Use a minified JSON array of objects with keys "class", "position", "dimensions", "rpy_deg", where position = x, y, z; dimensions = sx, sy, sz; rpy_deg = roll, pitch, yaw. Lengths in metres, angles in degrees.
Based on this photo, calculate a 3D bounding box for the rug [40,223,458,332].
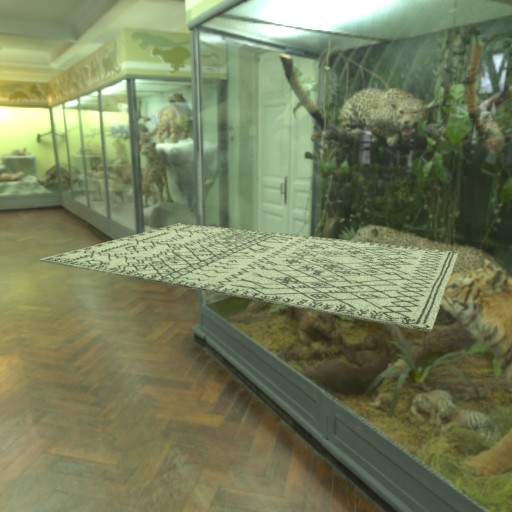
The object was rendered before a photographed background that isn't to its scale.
[{"class":"rug","position":[0.000,0.000,4.760],"dimensions":[3.824,0.019,2.393],"rpy_deg":[7,16,27]}]
